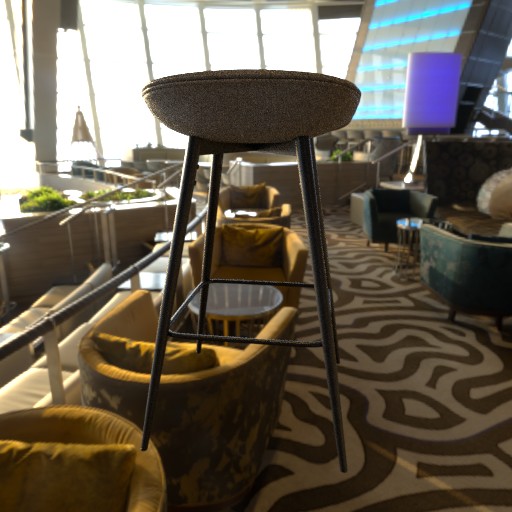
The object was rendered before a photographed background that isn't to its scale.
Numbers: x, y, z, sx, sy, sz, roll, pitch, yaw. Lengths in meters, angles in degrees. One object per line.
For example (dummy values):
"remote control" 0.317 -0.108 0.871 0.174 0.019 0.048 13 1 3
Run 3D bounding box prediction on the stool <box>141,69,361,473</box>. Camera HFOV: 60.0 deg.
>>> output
"stool" 0.000 0.000 1.100 0.469 0.814 0.480 2 16 8
